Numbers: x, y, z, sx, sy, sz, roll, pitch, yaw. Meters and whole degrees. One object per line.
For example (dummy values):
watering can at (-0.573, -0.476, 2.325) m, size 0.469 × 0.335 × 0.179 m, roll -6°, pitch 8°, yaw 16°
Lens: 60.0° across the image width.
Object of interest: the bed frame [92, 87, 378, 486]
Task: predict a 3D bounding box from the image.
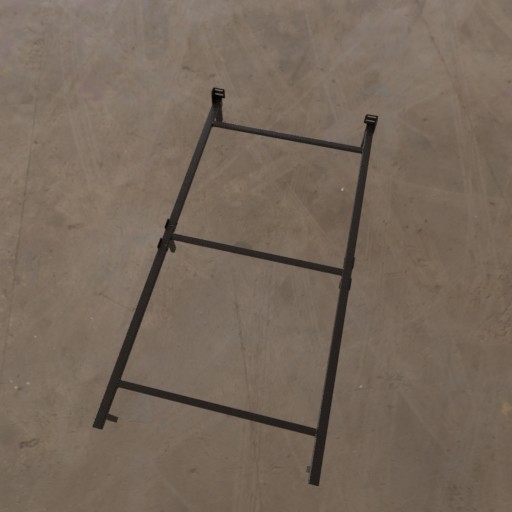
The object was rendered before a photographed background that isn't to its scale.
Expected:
bed frame at (0.000, 0.000, 2.241) m, size 0.968 × 0.248 × 1.897 m, roll 12°, pitch 65°, yaw 6°
